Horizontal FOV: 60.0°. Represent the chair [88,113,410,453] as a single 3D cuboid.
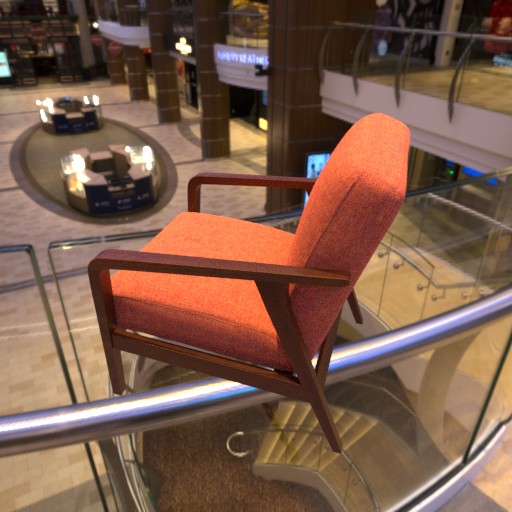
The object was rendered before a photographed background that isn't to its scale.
[{"bbox_3d":[0.000,0.000,1.489,0.860,0.890,0.719,9,32,15],"label":"chair"}]
